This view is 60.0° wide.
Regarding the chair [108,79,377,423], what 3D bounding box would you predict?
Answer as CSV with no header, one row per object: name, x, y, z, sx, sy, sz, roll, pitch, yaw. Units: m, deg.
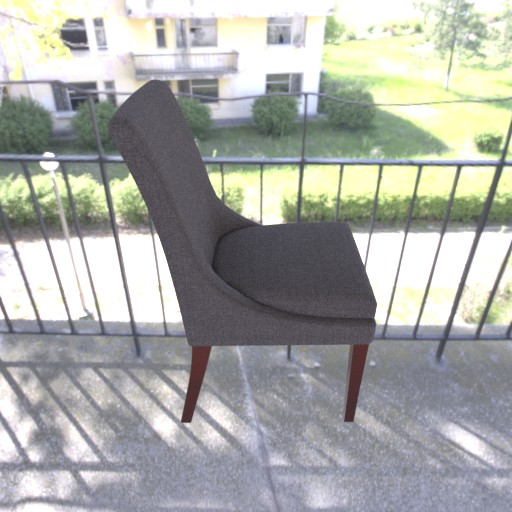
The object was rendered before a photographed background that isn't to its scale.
chair,0.000,0.000,1.363,0.655,0.952,0.508,0,33,0
